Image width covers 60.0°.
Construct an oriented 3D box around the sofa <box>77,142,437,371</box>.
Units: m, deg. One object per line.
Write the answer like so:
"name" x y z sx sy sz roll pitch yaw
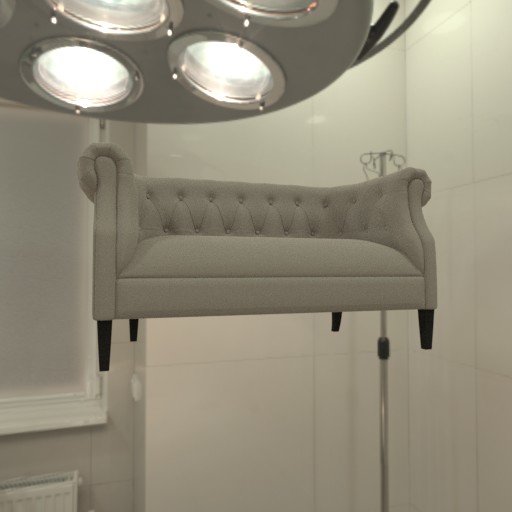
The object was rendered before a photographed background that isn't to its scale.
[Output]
"sofa" 0.000 0.000 2.103 1.558 0.827 0.835 1 -2 -18
